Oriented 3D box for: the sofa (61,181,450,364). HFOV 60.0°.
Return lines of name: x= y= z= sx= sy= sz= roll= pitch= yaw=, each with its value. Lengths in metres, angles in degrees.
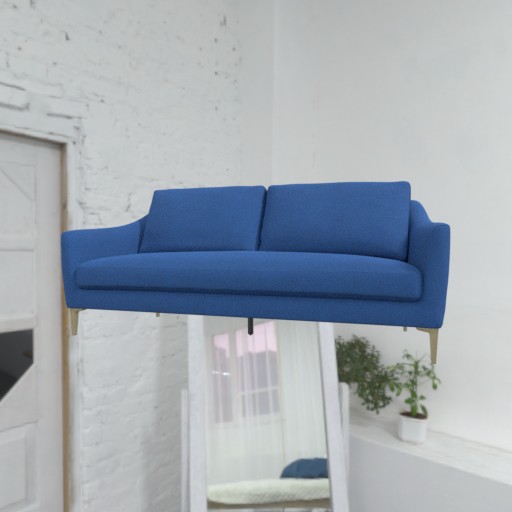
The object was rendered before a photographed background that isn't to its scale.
sofa: x=0.000 y=0.000 z=2.624 sx=2.036 sy=0.903 sz=0.960 roll=1 pitch=2 yaw=18
